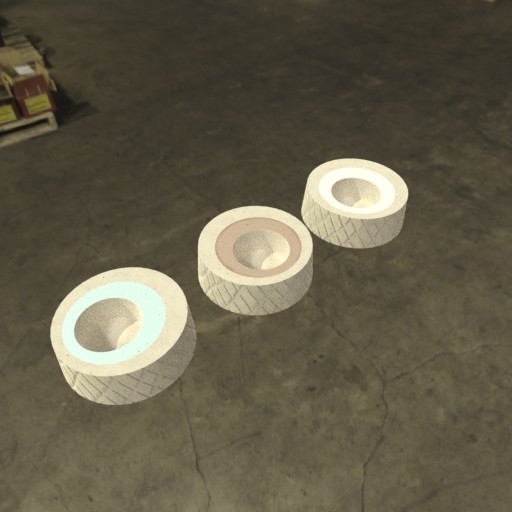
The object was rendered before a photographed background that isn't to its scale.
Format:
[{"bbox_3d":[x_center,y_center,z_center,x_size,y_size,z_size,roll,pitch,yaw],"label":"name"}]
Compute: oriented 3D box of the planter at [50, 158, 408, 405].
[{"bbox_3d":[0.000,0.000,0.428,0.390,0.038,0.114,-30,52,-26],"label":"planter"}]
